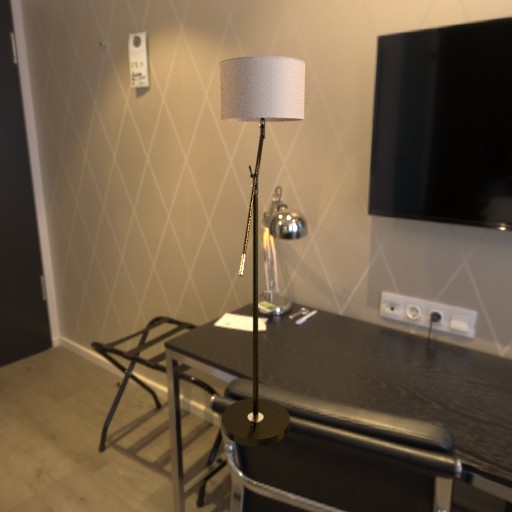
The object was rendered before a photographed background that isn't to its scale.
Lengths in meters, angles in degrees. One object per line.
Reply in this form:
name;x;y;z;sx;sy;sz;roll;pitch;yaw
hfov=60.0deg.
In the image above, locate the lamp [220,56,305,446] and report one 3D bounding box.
lamp;0.000;0.000;1.930;0.373;1.635;0.809;2;14;7
